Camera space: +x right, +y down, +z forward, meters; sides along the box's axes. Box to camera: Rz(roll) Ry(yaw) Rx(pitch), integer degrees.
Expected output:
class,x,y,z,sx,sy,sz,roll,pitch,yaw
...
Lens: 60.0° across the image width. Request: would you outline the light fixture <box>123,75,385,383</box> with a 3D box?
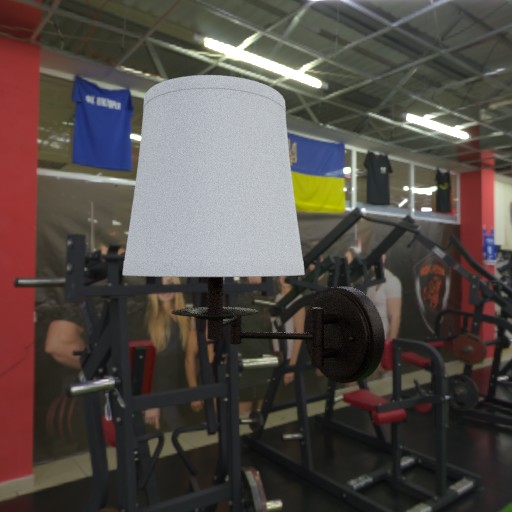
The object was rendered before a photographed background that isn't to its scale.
class,x,y,z,sx,sy,sz,roll,pitch,yaw
light fixture,0.000,0.000,0.267,0.157,0.172,0.100,1,-1,-35
